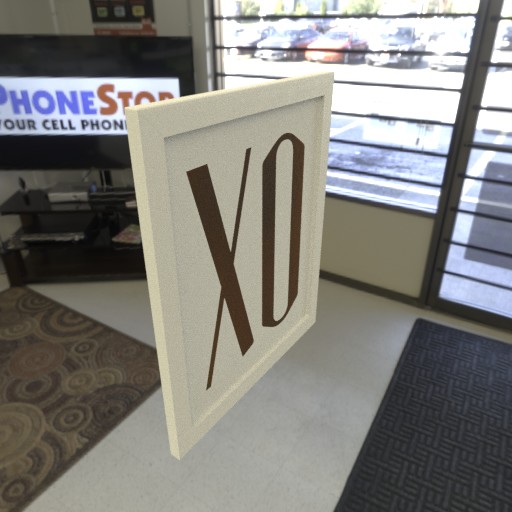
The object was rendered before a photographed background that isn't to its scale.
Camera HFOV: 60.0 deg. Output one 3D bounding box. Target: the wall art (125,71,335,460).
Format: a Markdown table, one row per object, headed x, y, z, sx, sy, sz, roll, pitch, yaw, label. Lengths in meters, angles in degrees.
| x | y | z | sx | sy | sz | roll | pitch | yaw | label |
| --- | --- | --- | --- | --- | --- | --- | --- | --- | --- |
| 0.000 | 0.000 | 0.739 | 0.020 | 0.536 | 0.444 | 19 | 33 | 31 | wall art |
